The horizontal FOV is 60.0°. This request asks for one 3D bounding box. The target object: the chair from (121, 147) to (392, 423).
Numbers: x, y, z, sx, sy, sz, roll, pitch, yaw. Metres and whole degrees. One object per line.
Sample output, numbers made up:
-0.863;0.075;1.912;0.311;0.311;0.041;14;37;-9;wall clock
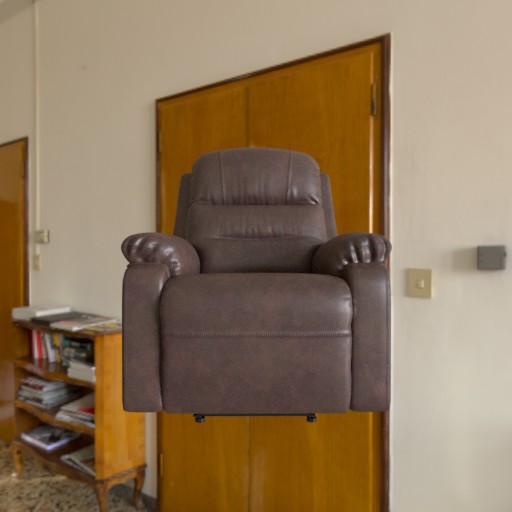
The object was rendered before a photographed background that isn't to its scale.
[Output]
0.000;0.000;1.707;0.855;0.992;0.919;0;1;0;chair
